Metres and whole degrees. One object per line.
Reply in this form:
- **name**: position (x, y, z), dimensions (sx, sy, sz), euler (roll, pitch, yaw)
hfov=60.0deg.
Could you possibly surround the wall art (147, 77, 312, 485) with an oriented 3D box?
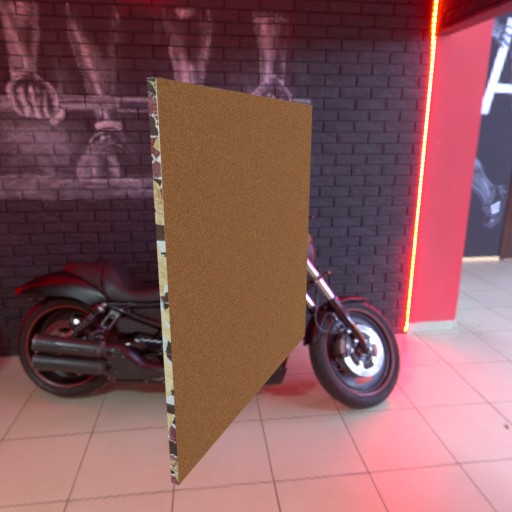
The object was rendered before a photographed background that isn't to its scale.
- **wall art**: position (0.000, 0.000, 0.597), dimensions (0.010, 0.406, 0.404), euler (7, 17, 24)
